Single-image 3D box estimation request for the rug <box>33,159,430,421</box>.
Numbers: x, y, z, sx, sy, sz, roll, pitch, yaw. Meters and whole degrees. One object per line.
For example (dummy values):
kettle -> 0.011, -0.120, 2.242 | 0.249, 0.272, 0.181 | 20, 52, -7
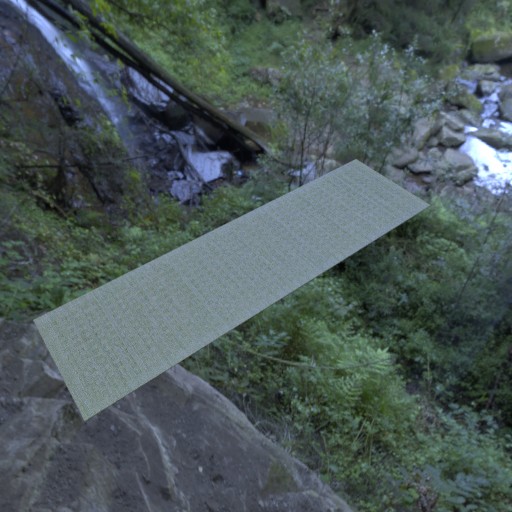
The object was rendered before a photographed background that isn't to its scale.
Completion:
rug -> 0.000, 0.000, 2.663 | 2.437, 0.006, 0.686 | -29, 53, -25
